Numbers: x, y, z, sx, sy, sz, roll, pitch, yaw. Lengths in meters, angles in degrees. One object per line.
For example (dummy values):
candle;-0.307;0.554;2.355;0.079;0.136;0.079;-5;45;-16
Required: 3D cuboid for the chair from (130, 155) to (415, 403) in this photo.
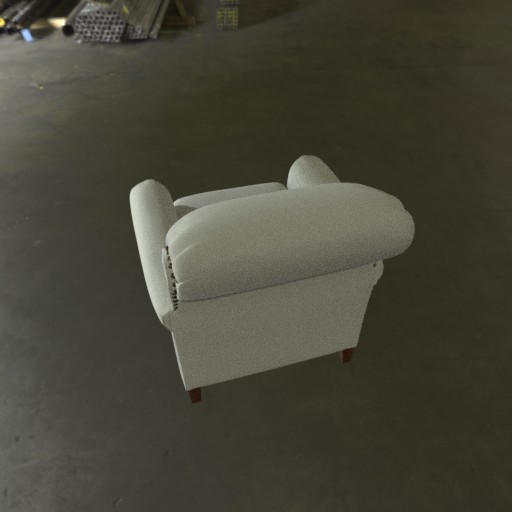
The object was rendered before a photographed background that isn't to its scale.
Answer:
chair;0.000;0.000;1.702;0.854;0.927;0.890;-11;44;-12
